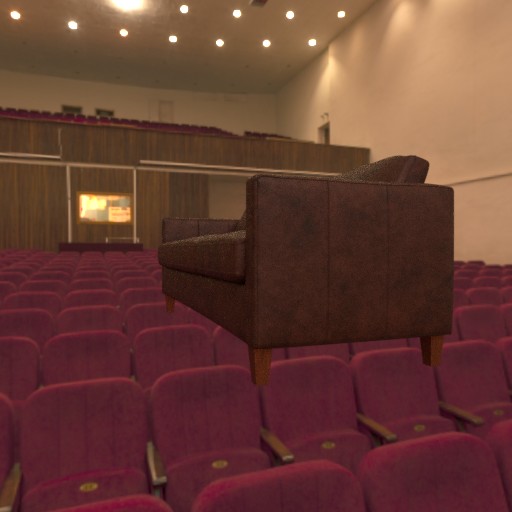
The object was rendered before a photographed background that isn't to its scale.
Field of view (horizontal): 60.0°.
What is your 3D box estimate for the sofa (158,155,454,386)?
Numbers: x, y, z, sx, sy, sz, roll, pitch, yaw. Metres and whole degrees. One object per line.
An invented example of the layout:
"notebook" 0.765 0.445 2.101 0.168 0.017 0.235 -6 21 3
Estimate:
"sofa" 0.000 0.000 2.966 1.045 1.006 2.464 0 1 -20
